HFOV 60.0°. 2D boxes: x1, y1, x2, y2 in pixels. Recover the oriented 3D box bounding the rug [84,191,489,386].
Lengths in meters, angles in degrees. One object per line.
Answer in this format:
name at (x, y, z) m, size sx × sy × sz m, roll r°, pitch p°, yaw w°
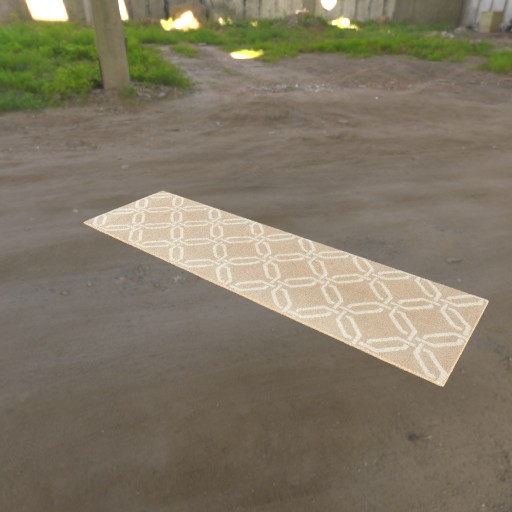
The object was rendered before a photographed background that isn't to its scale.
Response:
rug at (0.000, 0.000, 2.475) m, size 2.276 × 0.014 × 0.678 m, roll 21°, pitch 36°, yaw 32°
